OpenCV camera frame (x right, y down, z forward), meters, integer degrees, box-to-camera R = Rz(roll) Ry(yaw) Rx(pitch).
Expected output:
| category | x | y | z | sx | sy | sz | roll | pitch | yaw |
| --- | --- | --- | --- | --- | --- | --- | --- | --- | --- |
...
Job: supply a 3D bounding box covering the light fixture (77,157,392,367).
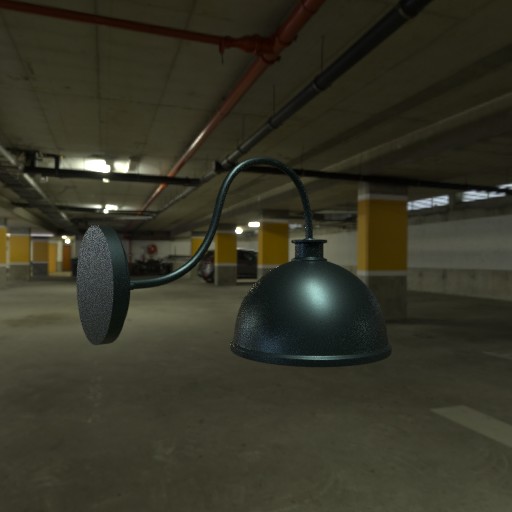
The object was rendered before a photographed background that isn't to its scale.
| category | x | y | z | sx | sy | sz | roll | pitch | yaw |
| --- | --- | --- | --- | --- | --- | --- | --- | --- | --- |
| light fixture | 0.000 | 0.000 | 0.648 | 0.467 | 0.295 | 0.253 | 0 | 0 | -37 |
